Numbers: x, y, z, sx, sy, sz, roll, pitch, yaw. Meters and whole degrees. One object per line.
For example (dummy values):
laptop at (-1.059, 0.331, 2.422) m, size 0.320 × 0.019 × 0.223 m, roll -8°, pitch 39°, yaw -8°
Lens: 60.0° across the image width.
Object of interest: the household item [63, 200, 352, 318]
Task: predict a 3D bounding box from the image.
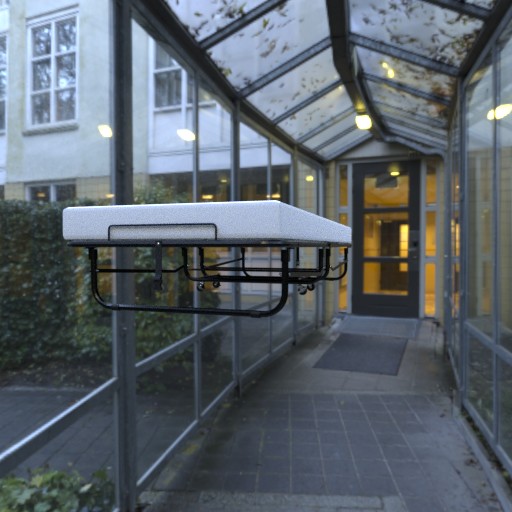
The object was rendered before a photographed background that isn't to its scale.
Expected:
household item at (0.000, 0.000, 2.228) m, size 0.787 × 0.356 × 1.905 m, roll 0°, pitch 1°, yaw 18°
